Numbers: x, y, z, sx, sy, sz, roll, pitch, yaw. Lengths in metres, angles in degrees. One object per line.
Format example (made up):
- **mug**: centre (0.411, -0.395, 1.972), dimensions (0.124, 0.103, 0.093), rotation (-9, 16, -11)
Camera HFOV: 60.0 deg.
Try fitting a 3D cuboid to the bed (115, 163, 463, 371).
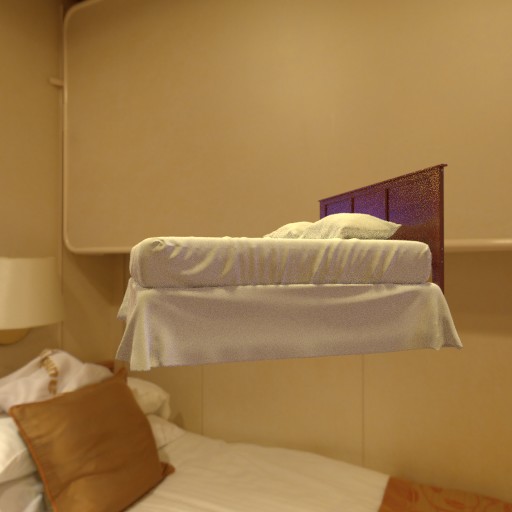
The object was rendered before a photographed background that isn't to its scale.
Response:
- **bed**: centre (0.000, 0.000, 3.686), dimensions (2.219, 1.271, 2.314), rotation (0, -1, -17)
